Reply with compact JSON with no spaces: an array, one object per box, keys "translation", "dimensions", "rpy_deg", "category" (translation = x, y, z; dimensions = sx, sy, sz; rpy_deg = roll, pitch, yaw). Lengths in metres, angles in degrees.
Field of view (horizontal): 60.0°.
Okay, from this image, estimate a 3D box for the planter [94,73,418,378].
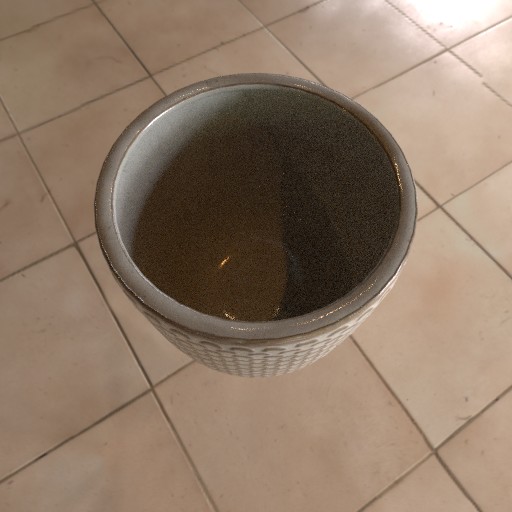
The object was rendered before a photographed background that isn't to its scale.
[{"translation":[0.000,0.000,0.351],"dimensions":[0.197,0.191,0.197],"rpy_deg":[0,63,0],"category":"planter"}]
